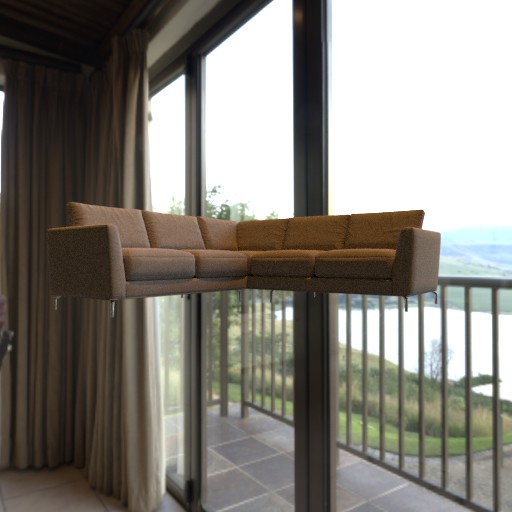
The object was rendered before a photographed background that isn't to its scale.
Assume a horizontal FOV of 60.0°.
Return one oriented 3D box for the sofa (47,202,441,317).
[{"bbox_3d":[0.000,0.000,3.756,2.438,0.864,2.438,0,-1,37],"label":"sofa"}]
